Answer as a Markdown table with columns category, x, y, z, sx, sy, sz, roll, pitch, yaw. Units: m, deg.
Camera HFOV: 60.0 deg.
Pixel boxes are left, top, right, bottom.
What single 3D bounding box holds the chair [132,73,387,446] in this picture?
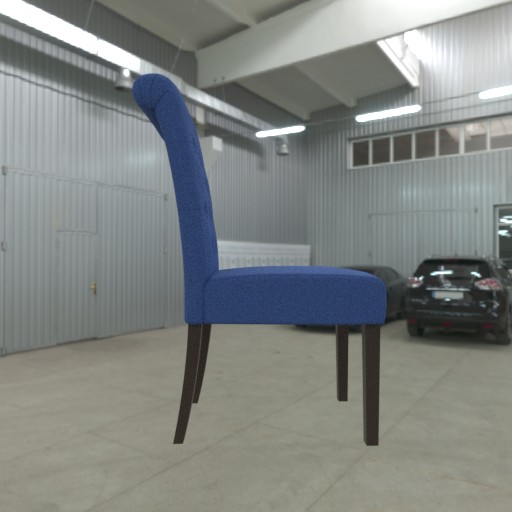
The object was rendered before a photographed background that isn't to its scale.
| category | x | y | z | sx | sy | sz | roll | pitch | yaw |
| --- | --- | --- | --- | --- | --- | --- | --- | --- | --- |
| chair | 0.000 | 0.000 | 1.370 | 0.671 | 1.006 | 0.456 | 0 | -1 | -1 |
